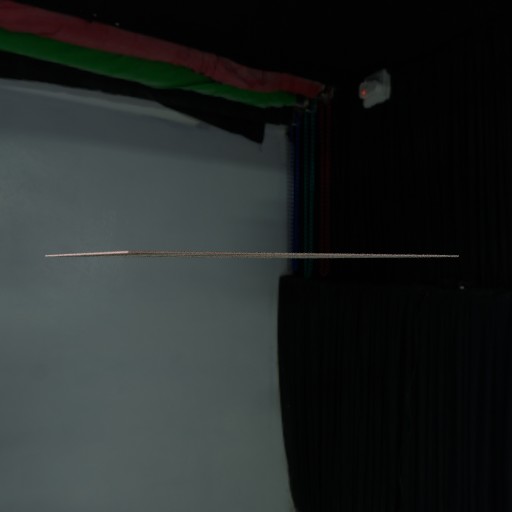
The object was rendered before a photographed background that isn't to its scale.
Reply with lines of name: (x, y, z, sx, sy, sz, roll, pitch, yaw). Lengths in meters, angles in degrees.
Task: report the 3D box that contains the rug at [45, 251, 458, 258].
rug: (0.000, 0.000, 2.344, 1.829, 0.008, 1.219, 0, -1, -36)
